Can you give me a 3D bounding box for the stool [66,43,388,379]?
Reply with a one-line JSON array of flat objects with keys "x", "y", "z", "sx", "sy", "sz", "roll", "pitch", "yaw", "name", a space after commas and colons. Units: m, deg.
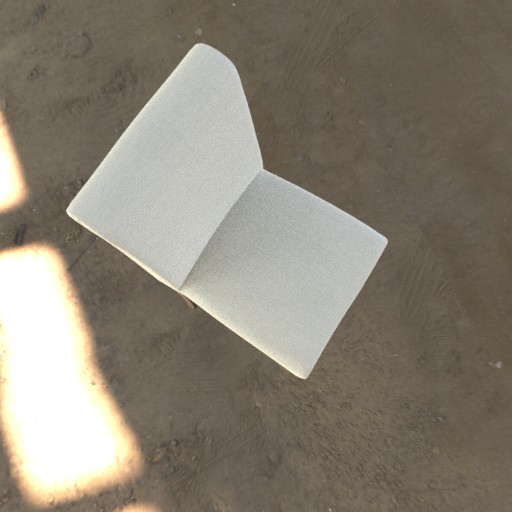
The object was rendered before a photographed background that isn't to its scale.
[{"x": 0.000, "y": 0.000, "z": 1.300, "sx": 0.597, "sy": 0.976, "sz": 0.452, "roll": 32, "pitch": 79, "yaw": 7, "name": "stool"}]
